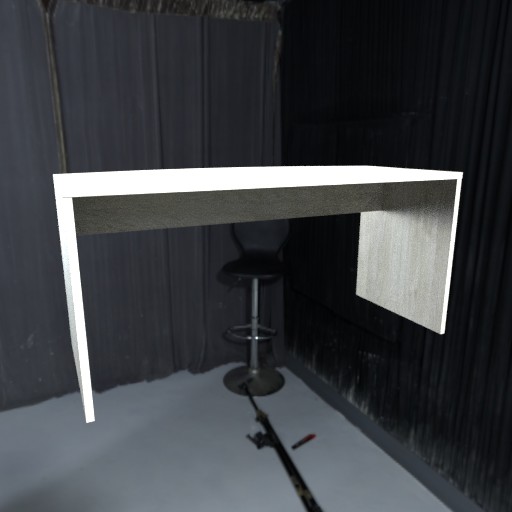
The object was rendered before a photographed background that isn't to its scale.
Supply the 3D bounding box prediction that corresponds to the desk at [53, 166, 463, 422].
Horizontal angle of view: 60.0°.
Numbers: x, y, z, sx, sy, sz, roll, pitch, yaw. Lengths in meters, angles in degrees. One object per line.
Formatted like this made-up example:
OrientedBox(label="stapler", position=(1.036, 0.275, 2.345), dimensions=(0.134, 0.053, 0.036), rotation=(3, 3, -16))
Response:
OrientedBox(label="desk", position=(0.000, 0.000, 2.022), dimensions=(1.600, 0.752, 0.802), rotation=(-7, 16, -25))
